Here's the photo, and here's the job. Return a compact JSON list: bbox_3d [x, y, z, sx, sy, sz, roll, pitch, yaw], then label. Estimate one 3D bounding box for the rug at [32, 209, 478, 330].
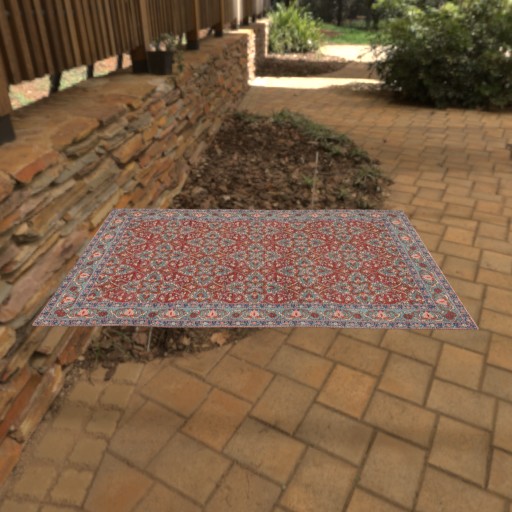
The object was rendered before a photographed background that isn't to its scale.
[{"bbox_3d":[0.000,0.000,3.074,2.439,0.011,1.533,0,31,1],"label":"rug"}]
